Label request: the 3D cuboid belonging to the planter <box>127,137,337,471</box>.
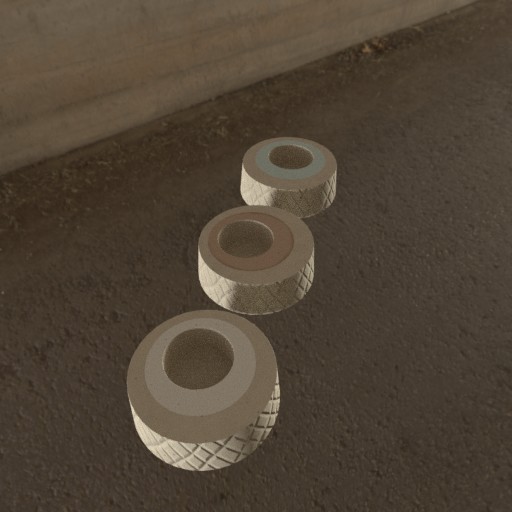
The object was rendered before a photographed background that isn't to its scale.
[{"bbox_3d":[0.000,0.000,0.425,0.114,0.038,0.390,12,46,11],"label":"planter"}]
